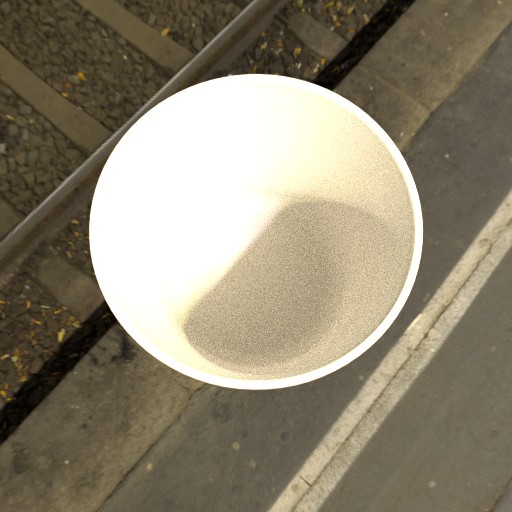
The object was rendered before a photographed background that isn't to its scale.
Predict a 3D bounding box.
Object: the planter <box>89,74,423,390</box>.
[{"bbox_3d":[0.000,0.000,0.777,0.440,0.398,0.440,0,75,0],"label":"planter"}]
